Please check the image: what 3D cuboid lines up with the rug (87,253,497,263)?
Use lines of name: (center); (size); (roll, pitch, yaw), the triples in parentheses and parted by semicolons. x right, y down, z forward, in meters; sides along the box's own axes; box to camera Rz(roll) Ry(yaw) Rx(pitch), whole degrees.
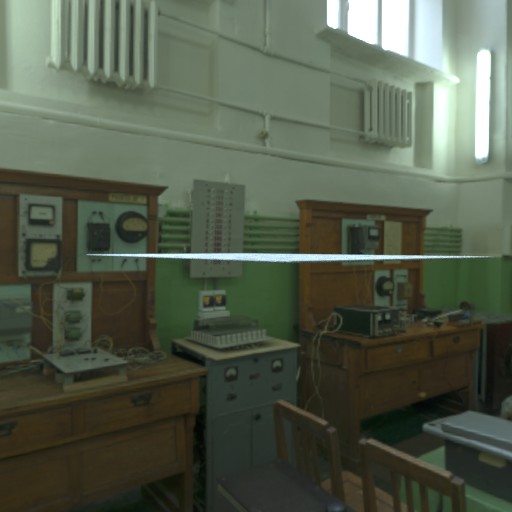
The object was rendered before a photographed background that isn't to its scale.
rug: (0.000, 0.000, 2.974); (1.512, 0.009, 2.457); (-1, 1, -37)
